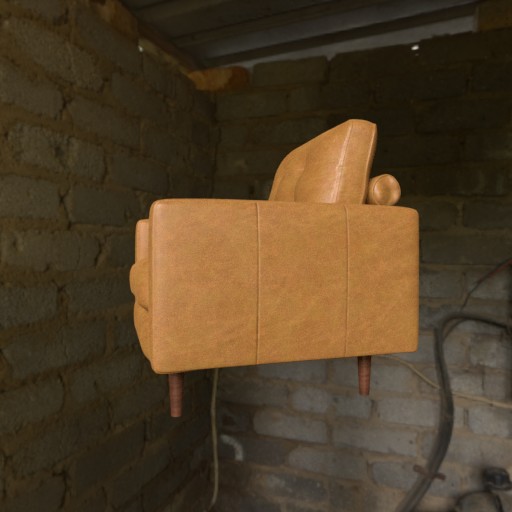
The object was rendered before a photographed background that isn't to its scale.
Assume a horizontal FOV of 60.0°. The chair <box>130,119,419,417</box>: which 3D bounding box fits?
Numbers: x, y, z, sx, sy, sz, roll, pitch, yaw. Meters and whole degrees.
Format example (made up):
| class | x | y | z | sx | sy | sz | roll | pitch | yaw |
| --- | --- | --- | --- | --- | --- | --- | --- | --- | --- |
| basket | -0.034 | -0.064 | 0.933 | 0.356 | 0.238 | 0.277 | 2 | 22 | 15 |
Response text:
| class | x | y | z | sx | sy | sz | roll | pitch | yaw |
| --- | --- | --- | --- | --- | --- | --- | --- | --- | --- |
| chair | 0.000 | 0.000 | 1.606 | 0.868 | 0.896 | 0.831 | 0 | 0 | -18 |
